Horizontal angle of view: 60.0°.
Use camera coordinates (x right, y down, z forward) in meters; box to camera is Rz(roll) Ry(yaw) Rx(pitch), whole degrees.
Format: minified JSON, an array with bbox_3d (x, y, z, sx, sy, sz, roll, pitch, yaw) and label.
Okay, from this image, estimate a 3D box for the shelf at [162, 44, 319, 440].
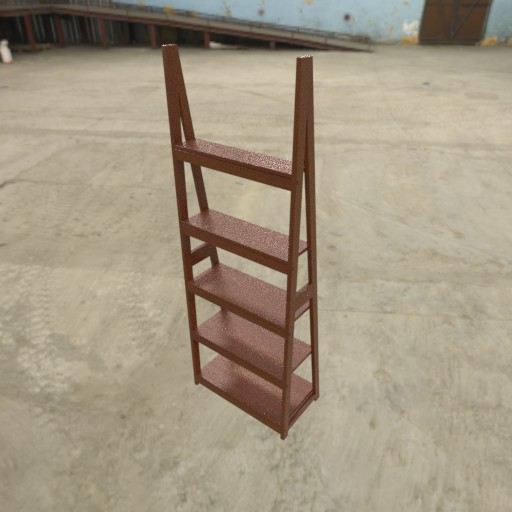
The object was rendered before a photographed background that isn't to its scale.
[{"bbox_3d":[0.000,0.000,2.076,0.630,1.780,0.356,21,37,32],"label":"shelf"}]
